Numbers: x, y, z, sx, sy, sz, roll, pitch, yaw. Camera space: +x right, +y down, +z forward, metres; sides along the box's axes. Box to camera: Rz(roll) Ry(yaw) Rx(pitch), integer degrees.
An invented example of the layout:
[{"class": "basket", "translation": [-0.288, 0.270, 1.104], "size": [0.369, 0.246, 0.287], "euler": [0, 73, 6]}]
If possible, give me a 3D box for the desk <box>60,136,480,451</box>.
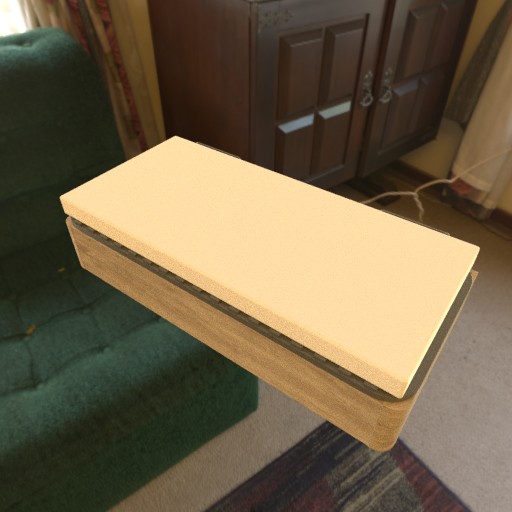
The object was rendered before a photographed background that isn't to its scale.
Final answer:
[{"class": "desk", "translation": [0.000, 0.000, 2.246], "size": [1.900, 0.455, 0.900], "euler": [26, 47, 26]}]
